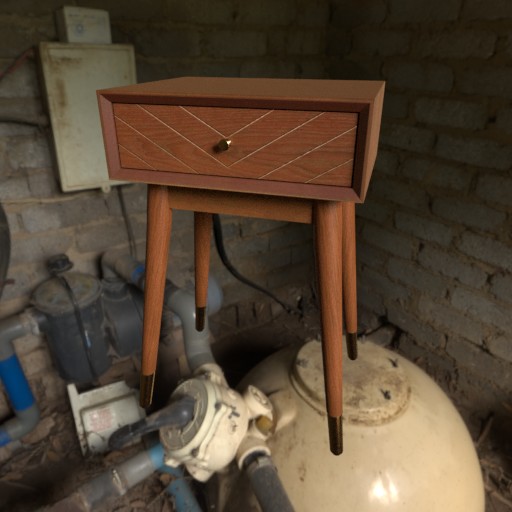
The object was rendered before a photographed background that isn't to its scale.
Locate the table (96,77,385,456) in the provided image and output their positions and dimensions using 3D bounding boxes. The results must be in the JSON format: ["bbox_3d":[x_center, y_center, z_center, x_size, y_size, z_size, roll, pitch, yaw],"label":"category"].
[{"bbox_3d":[0.000,0.000,0.829,0.406,0.599,0.300,8,27,15],"label":"table"}]
